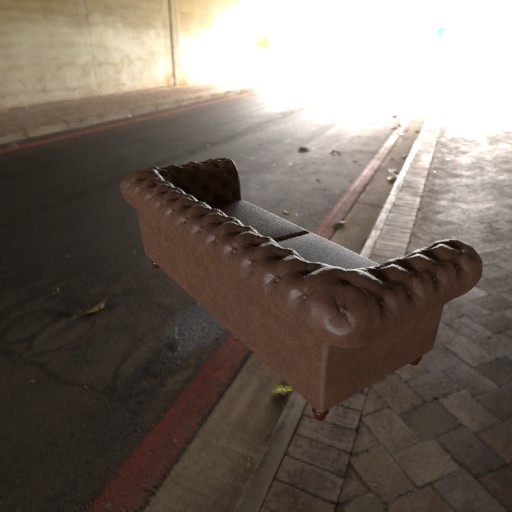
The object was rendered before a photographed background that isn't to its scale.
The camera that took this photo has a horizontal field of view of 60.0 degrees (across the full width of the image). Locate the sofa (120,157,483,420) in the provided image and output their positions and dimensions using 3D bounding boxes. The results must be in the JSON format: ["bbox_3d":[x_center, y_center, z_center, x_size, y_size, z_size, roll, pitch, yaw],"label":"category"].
[{"bbox_3d":[0.000,0.000,2.796,0.944,0.783,2.385,-17,30,-31],"label":"sofa"}]
